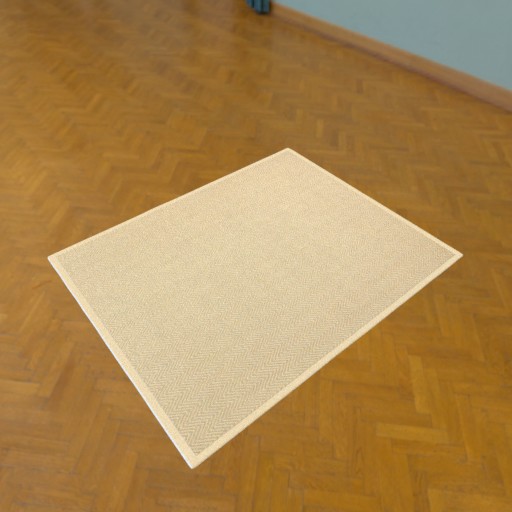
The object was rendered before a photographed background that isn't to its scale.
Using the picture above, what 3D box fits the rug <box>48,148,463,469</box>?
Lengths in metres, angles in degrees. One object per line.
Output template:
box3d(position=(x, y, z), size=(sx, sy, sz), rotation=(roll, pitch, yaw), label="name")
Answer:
box3d(position=(0.000, 0.000, 4.099), size=(3.009, 0.019, 2.423), rotation=(-30, 52, -27), label="rug")
